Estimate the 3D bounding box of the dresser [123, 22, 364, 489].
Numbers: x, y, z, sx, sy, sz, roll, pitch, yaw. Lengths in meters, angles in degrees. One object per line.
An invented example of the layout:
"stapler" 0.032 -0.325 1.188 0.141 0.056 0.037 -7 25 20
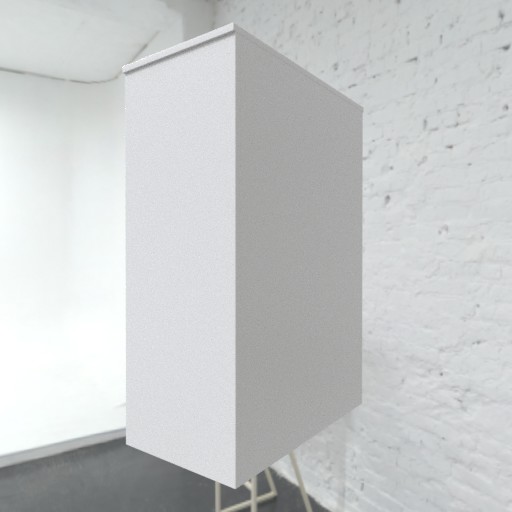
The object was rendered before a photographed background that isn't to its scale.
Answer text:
"dresser" 0.000 0.000 1.367 0.401 1.021 0.704 0 1 37
